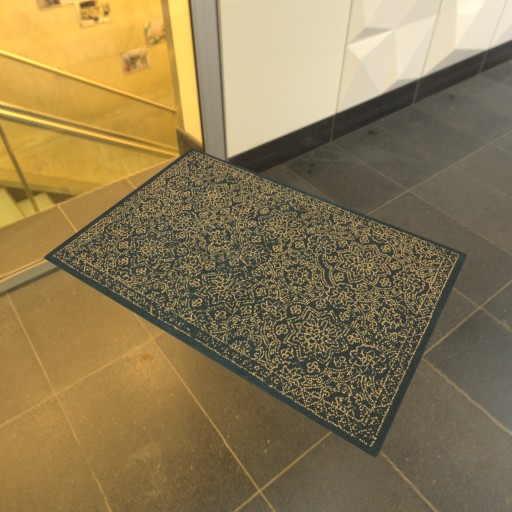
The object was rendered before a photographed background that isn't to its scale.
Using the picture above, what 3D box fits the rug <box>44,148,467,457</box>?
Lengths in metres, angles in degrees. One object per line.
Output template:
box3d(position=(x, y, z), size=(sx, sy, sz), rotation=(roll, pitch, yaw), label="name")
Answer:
box3d(position=(0.000, 0.000, 2.294), size=(1.829, 0.010, 1.219), rotation=(25, 51, 22), label="rug")
